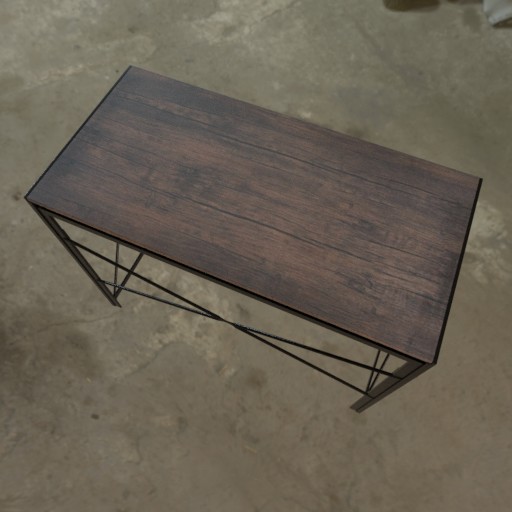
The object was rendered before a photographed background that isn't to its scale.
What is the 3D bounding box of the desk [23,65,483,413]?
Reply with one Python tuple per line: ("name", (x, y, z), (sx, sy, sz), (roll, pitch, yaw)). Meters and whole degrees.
("desk", (0.000, 0.000, 1.425), (1.015, 0.747, 0.505), (21, 65, 10))
